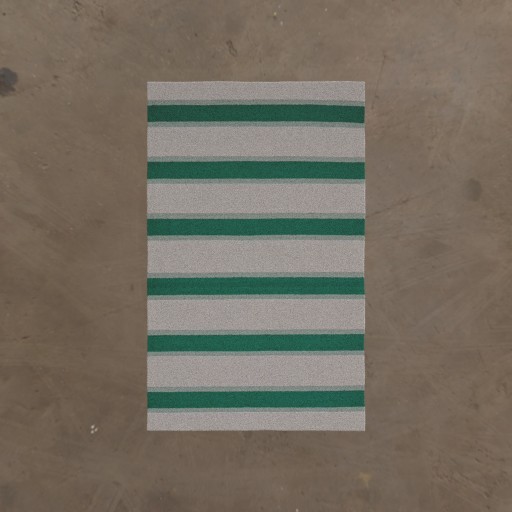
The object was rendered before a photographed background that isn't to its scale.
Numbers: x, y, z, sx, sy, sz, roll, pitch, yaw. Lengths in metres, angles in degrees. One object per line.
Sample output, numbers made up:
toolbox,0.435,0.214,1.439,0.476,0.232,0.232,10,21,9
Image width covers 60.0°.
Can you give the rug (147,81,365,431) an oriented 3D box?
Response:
rug,0.000,0.000,3.088,1.521,0.015,2.436,0,90,0
